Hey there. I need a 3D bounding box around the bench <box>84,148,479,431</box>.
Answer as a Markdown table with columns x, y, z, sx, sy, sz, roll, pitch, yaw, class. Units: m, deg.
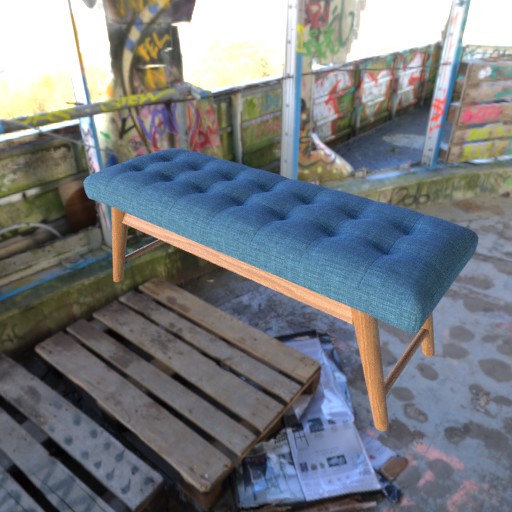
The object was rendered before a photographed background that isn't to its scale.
| x | y | z | sx | sy | sz | roll | pitch | yaw | class |
| --- | --- | --- | --- | --- | --- | --- | --- | --- | --- |
| 0.000 | 0.000 | 1.360 | 1.118 | 0.432 | 0.406 | 22 | 37 | 32 | bench |
